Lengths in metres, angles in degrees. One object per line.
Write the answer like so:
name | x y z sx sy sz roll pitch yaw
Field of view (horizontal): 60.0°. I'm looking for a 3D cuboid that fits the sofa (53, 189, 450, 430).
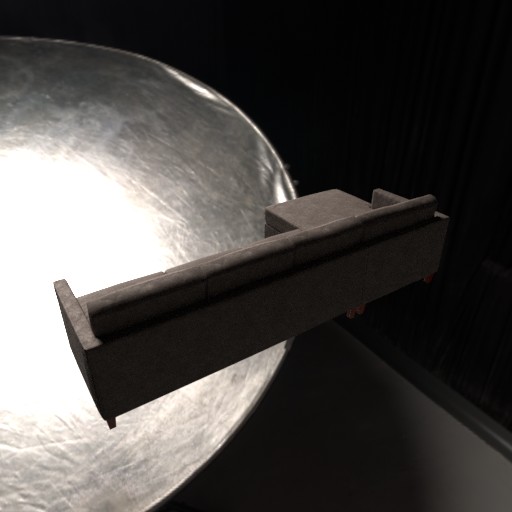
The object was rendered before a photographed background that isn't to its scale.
sofa | 0.000 0.000 4.139 3.471 0.954 1.606 -18 34 -28
